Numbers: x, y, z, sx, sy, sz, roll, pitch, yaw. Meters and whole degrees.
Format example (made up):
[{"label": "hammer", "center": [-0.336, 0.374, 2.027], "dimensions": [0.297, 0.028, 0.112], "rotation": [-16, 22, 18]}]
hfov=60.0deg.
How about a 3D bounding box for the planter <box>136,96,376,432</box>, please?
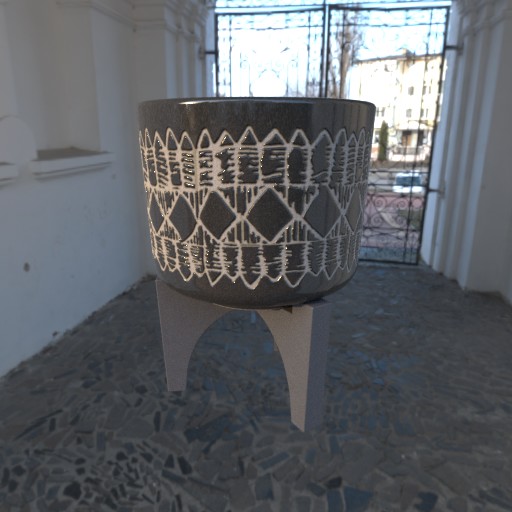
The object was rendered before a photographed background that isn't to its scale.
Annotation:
[{"label": "planter", "center": [0.000, 0.000, 0.408], "dimensions": [0.196, 0.264, 0.196], "rotation": [8, 18, 25]}]
